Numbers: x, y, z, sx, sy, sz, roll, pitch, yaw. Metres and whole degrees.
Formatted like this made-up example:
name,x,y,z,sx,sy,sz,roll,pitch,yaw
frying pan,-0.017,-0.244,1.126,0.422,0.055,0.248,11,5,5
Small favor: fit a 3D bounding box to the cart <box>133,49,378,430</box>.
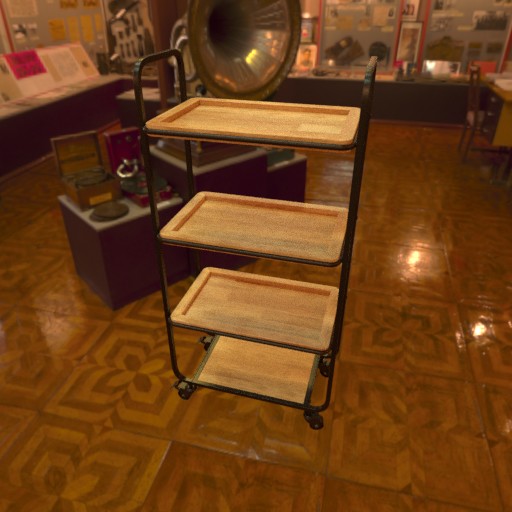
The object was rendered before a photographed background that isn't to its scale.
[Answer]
name,x,y,z,sx,sy,sz,roll,pitch,yaw
cart,0.000,0.000,1.305,0.545,1.080,0.321,8,32,14
